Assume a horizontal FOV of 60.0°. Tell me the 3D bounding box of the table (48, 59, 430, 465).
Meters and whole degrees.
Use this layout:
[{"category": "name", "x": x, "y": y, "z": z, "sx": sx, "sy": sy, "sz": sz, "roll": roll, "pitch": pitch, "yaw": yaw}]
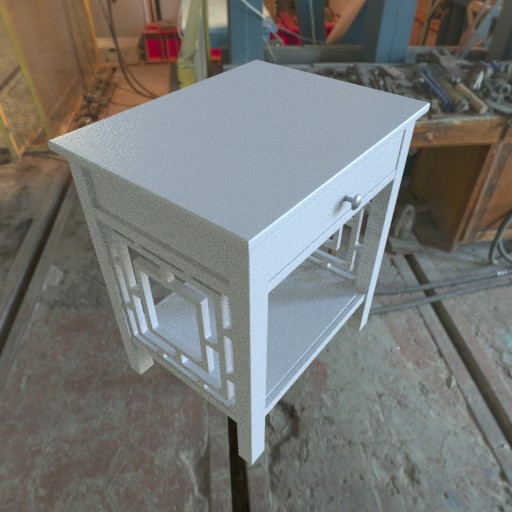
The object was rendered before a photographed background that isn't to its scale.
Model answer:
[{"category": "table", "x": 0.000, "y": 0.000, "z": 1.015, "sx": 0.451, "sy": 0.646, "sz": 0.564, "roll": 27, "pitch": 48, "yaw": 28}]
